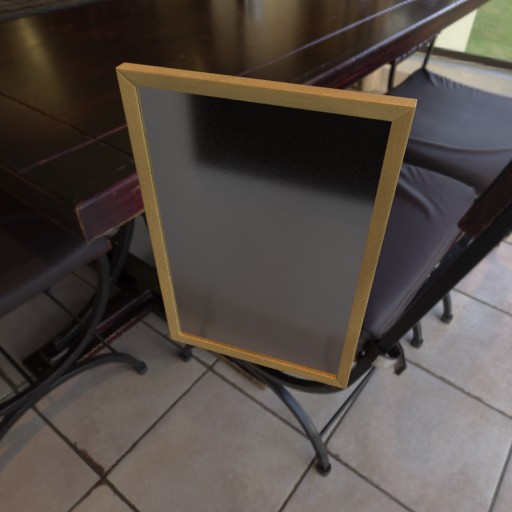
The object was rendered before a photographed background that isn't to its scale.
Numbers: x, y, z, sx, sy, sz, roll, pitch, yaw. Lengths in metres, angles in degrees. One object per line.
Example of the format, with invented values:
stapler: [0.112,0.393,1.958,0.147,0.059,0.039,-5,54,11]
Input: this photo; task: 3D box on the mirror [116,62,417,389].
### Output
mirror: [0.000,0.000,1.174,0.609,0.915,0.040,13,43,14]
